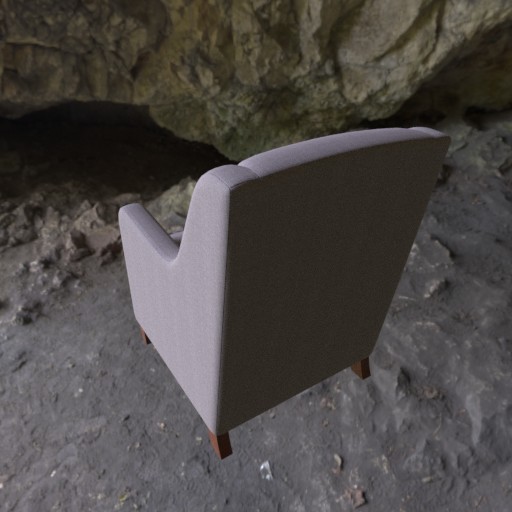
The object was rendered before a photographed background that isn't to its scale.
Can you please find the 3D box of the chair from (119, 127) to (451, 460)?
[{"bbox_3d":[0.000,0.000,1.585,0.715,1.017,0.890,-18,34,-29],"label":"chair"}]
